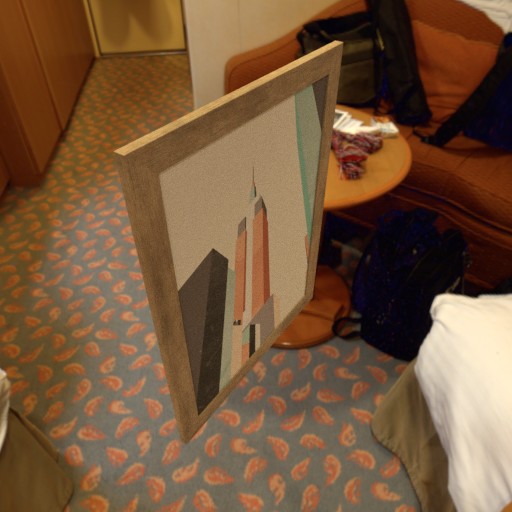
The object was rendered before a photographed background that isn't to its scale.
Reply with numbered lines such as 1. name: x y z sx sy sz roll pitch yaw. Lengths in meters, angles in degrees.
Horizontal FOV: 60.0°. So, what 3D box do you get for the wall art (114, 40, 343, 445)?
1. wall art: 0.000 0.000 0.890 0.018 0.686 0.534 25 47 26
